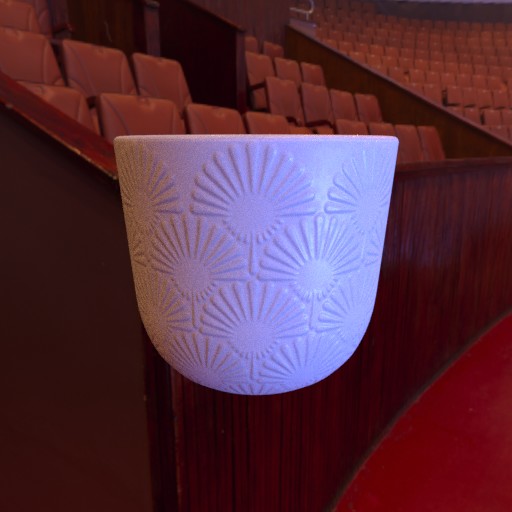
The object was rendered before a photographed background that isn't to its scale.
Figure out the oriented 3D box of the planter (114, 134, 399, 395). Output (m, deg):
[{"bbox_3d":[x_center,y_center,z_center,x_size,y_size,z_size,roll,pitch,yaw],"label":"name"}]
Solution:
[{"bbox_3d":[0.000,0.000,0.294,0.170,0.152,0.170,0,14,0],"label":"planter"}]
